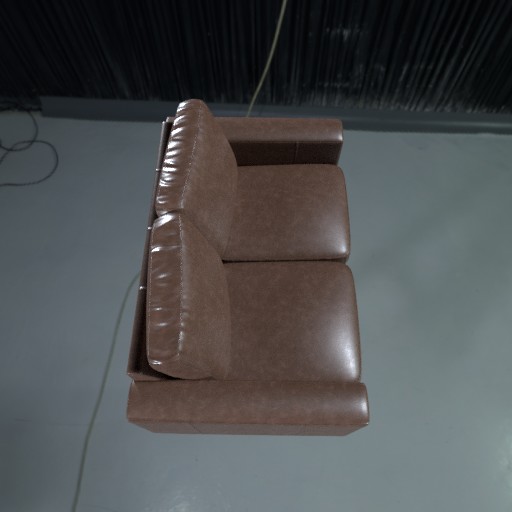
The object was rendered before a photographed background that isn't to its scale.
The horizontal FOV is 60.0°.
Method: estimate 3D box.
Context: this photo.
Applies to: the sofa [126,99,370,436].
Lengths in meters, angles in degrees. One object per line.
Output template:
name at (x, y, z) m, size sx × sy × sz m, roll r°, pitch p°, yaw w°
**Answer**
sofa at (0.000, 0.000, 2.226) m, size 1.016 × 0.873 × 1.616 m, roll 1°, pitch 64°, yaw 0°
